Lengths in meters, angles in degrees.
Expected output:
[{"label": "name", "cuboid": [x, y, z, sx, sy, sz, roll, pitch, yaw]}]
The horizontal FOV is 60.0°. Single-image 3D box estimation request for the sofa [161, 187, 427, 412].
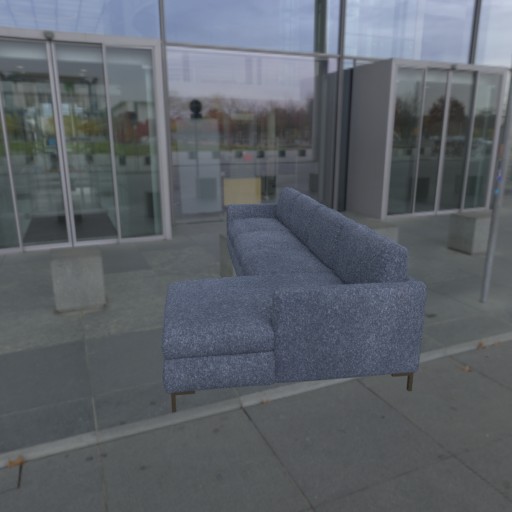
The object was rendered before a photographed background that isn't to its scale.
[{"label": "sofa", "cuboid": [0.000, 0.000, 3.564, 1.350, 0.810, 2.932, -2, 15, -8]}]
